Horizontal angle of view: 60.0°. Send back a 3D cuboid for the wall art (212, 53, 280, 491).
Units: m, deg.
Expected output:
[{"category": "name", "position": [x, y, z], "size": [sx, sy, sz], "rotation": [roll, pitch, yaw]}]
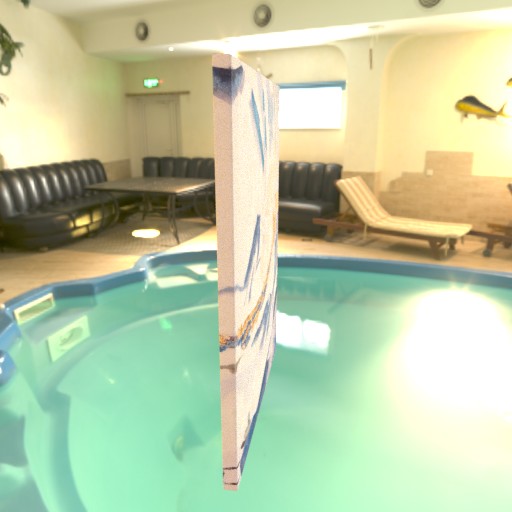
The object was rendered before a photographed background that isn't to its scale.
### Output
[{"category": "wall art", "position": [0.000, 0.000, 1.335], "size": [0.038, 1.015, 0.761], "rotation": [3, 17, 9]}]
